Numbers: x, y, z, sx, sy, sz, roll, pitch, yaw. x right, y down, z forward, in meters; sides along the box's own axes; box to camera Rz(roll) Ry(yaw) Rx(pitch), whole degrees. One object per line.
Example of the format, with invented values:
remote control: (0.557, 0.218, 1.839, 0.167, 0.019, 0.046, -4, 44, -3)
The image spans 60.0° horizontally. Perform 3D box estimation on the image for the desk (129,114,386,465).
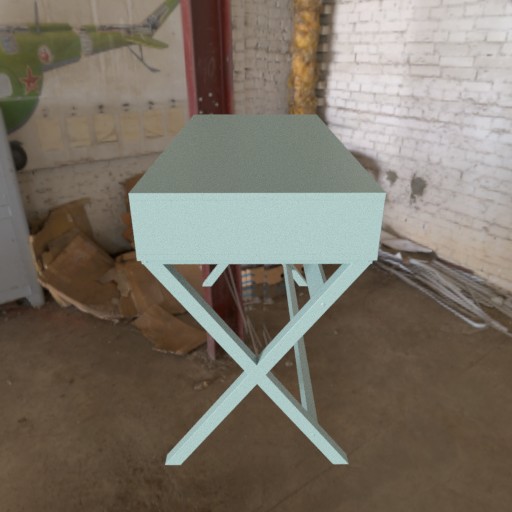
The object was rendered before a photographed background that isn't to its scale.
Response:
desk: (0.000, 0.000, 1.512, 0.509, 0.780, 1.059, 0, 26, 0)
